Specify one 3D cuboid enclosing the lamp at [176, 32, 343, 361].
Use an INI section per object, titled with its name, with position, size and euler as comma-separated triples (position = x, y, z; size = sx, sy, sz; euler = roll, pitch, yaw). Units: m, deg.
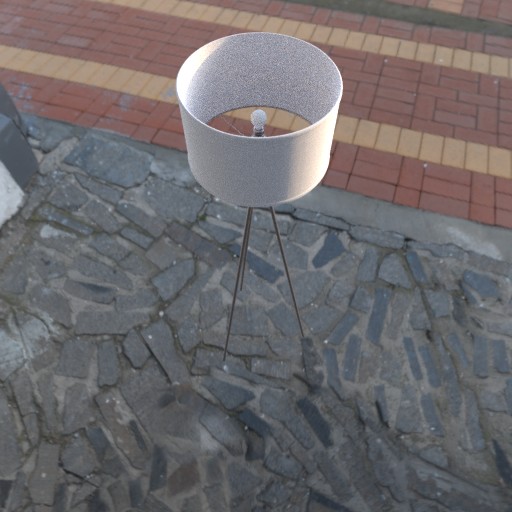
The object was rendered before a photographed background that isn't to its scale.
[lamp]
position = 0.000, 0.000, 1.727
size = 0.448, 1.545, 0.458
euler = 31, 63, 18
